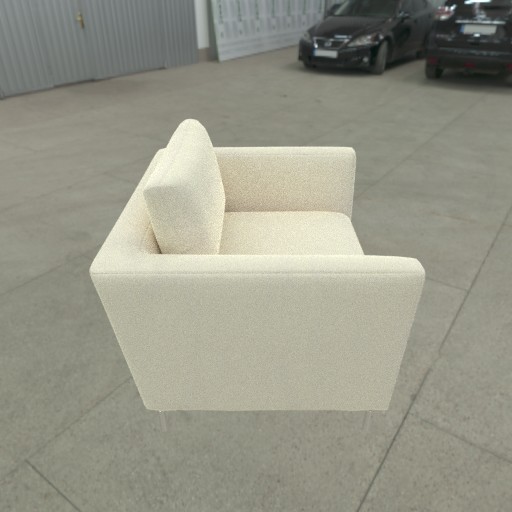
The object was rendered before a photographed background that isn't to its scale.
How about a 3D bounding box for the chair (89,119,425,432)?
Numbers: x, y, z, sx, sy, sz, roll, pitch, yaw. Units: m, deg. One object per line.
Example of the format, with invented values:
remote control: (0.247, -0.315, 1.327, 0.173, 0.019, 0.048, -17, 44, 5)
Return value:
chair: (0.000, 0.000, 1.693, 0.889, 0.865, 1.041, 0, 32, 0)
